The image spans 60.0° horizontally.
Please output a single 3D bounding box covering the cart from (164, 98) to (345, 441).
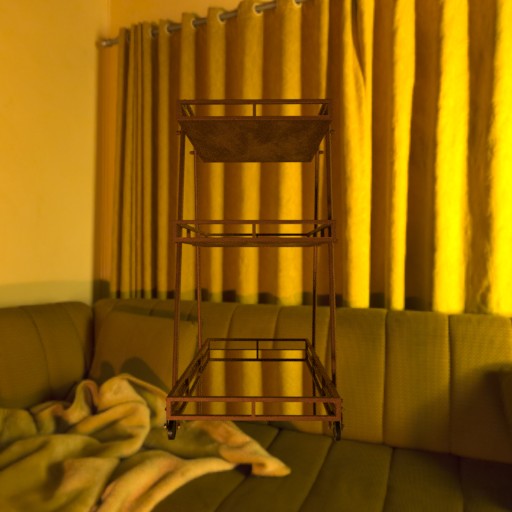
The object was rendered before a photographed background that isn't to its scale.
[{"bbox_3d":[0.000,0.000,1.322,0.441,0.883,0.711,0,0,1],"label":"cart"}]
